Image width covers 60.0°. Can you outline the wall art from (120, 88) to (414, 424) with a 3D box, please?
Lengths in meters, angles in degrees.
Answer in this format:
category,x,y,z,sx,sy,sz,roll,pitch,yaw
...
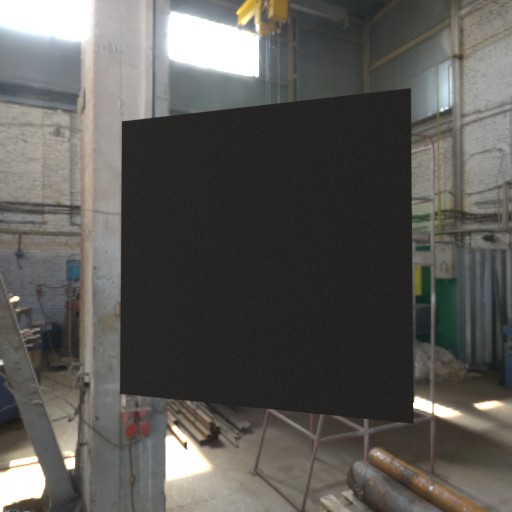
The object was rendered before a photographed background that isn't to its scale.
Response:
category,x,y,z,sx,sy,sz,roll,pitch,yaw
wall art,0.000,0.000,0.464,0.308,0.305,0.030,0,-1,18
